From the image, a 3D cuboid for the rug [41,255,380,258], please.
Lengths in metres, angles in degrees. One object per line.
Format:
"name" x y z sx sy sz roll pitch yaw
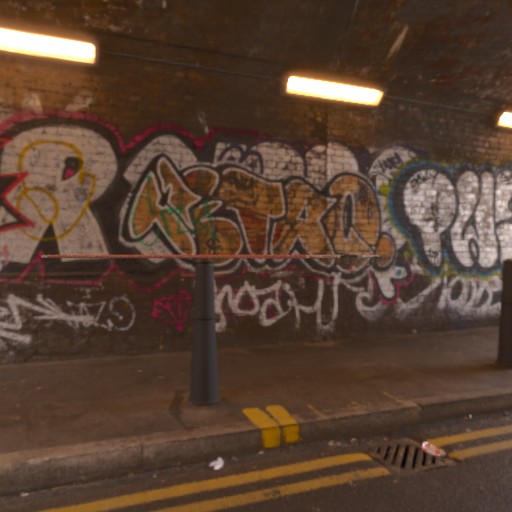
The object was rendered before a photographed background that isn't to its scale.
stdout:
"rug" 0.000 0.000 2.974 1.530 0.017 2.446 0 0 18
